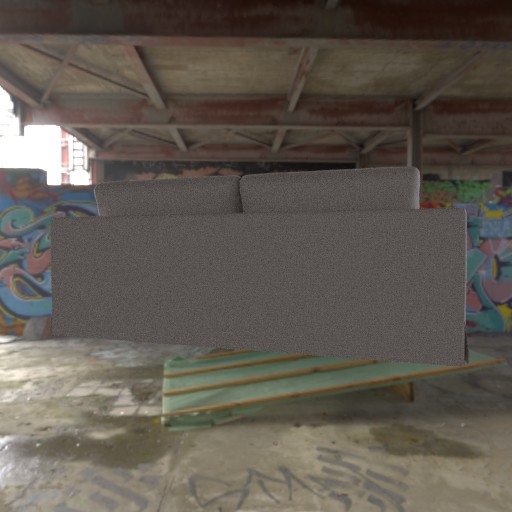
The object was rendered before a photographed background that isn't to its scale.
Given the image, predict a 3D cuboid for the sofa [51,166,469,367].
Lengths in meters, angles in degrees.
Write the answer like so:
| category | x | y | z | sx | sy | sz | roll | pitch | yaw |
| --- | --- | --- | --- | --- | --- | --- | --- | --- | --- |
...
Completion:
| category | x | y | z | sx | sy | sz | roll | pitch | yaw |
| --- | --- | --- | --- | --- | --- | --- | --- | --- | --- |
| sofa | 0.000 | 0.000 | 2.603 | 2.163 | 0.881 | 0.954 | 0 | 2 | 18 |
